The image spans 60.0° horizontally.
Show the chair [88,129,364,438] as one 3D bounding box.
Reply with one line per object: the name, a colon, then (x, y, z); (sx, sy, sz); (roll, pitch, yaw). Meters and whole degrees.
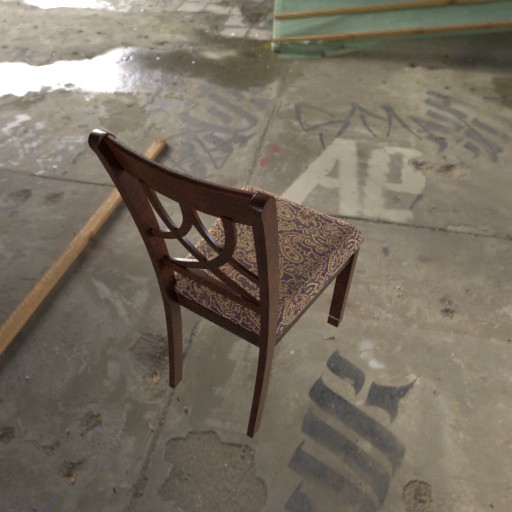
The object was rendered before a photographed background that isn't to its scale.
chair: (0.000, 0.000, 1.278); (0.457, 0.965, 0.584); (24, 51, 21)
